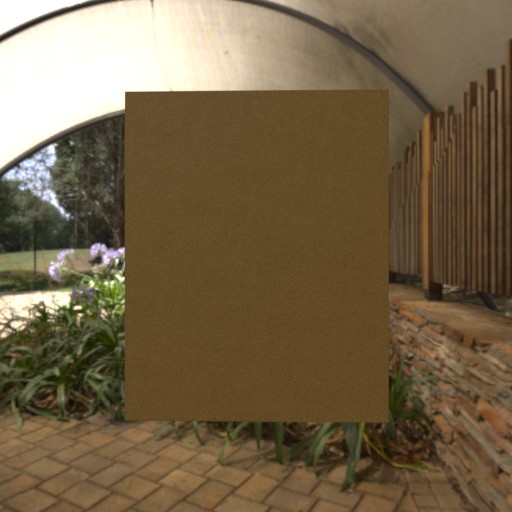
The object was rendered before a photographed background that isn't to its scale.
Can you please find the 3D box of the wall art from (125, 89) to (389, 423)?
[{"bbox_3d":[0.000,0.000,1.354,0.798,1.002,0.030,0,0,1],"label":"wall art"}]
